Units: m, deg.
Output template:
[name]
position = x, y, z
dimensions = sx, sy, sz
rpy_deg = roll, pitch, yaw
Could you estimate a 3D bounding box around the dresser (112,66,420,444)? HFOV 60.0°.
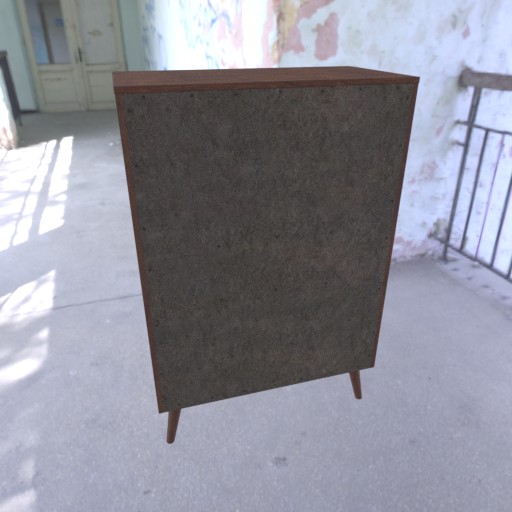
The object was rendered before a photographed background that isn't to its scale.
[dresser]
position = 0.000, 0.000, 1.789
dimensions = 0.919, 1.365, 0.498
rpy_deg = -8, 28, -15
